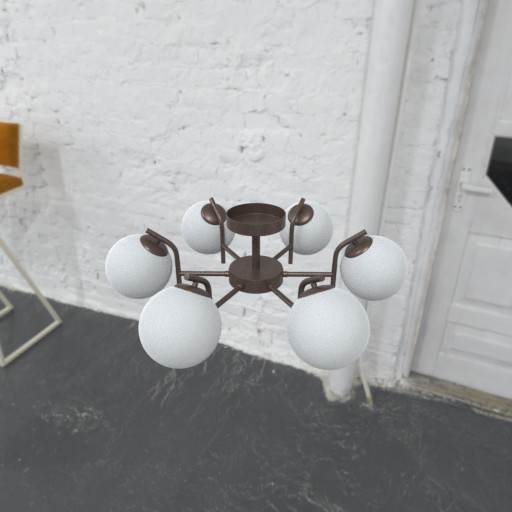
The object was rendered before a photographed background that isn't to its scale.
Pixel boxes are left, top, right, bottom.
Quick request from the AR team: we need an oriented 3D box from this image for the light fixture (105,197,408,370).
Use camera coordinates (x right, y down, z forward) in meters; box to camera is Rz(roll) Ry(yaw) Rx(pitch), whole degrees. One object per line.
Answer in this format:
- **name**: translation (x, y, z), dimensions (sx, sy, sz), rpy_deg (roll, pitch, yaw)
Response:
- **light fixture**: translation (0.000, 0.000, 0.970), dimensions (0.662, 0.201, 0.662), rpy_deg (0, 27, 0)
